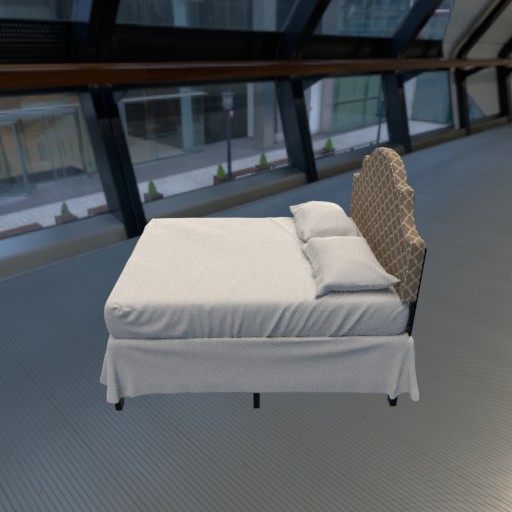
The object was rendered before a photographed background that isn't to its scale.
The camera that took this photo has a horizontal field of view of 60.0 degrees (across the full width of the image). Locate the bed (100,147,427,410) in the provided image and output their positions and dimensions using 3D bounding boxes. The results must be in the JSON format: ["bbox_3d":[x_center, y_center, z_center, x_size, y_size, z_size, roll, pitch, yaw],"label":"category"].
[{"bbox_3d":[0.000,0.000,3.459,2.222,1.633,1.780,-1,26,-1],"label":"bed"}]
